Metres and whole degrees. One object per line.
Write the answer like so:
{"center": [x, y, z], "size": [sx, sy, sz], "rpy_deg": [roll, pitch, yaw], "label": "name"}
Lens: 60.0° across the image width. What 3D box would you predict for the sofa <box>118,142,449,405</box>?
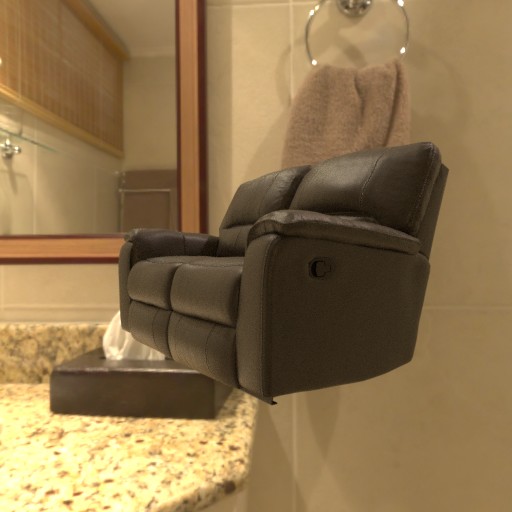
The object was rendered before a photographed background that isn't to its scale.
{"center": [0.000, 0.000, 2.439], "size": [1.104, 1.111, 1.765], "rpy_deg": [0, 1, -34], "label": "sofa"}
